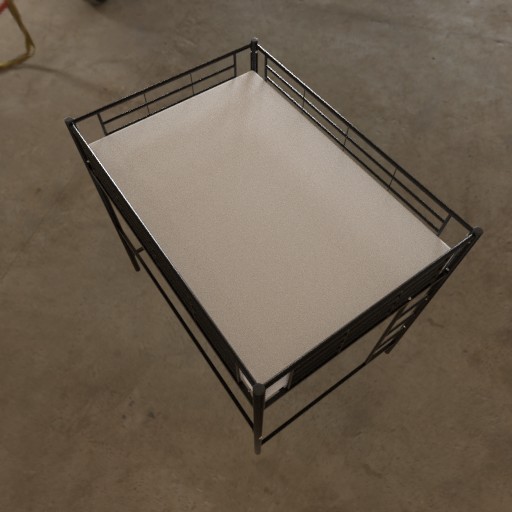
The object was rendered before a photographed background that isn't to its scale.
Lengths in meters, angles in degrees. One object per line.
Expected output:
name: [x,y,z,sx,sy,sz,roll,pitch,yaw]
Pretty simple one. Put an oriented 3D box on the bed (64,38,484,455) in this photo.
bed: [0.000,0.000,3.186,1.397,1.803,1.994,-31,64,-17]
